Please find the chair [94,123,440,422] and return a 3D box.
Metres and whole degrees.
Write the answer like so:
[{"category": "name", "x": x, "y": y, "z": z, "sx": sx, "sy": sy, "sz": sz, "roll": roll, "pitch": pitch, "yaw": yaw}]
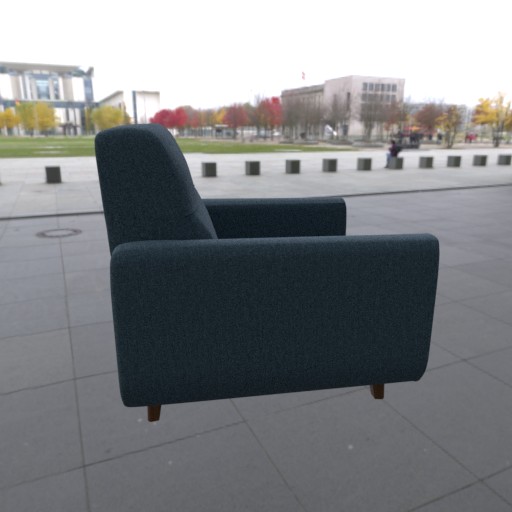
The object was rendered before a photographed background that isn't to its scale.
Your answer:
[{"category": "chair", "x": 0.000, "y": 0.000, "z": 1.639, "sx": 0.964, "sy": 0.940, "sz": 0.880, "roll": -3, "pitch": 16, "yaw": -9}]
